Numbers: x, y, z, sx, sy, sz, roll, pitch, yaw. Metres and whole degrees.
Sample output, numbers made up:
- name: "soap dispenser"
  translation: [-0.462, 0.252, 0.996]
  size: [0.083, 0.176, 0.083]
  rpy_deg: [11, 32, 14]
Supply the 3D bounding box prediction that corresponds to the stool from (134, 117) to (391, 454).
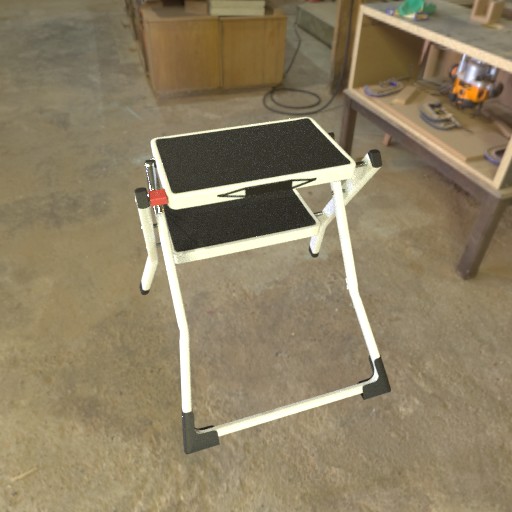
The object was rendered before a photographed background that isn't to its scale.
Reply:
- name: "stool"
  translation: [0.000, 0.000, 0.885]
  size: [0.485, 0.445, 0.490]
  rpy_deg: [-12, 43, -13]
